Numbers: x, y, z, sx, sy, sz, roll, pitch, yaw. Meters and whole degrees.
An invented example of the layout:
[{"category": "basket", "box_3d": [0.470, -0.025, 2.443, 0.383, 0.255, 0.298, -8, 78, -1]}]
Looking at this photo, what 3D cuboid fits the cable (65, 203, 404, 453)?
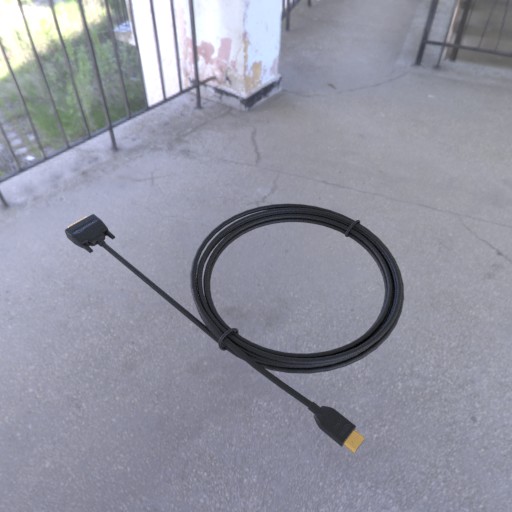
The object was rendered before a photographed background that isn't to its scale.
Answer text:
[{"category": "cable", "box_3d": [0.000, 0.000, 0.518, 0.422, 0.030, 0.257, 34, 55, 28]}]
